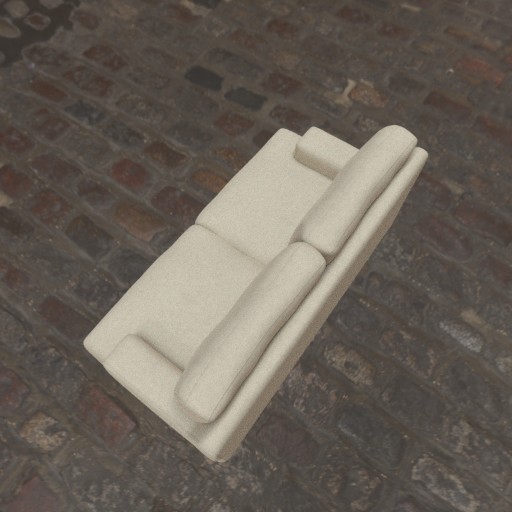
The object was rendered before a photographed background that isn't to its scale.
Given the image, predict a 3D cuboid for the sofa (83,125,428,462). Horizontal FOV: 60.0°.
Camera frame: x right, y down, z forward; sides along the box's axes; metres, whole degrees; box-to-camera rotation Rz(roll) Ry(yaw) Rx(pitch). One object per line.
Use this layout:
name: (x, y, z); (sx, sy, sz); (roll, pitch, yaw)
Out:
sofa: (0.000, 0.000, 2.433); (0.962, 0.967, 1.885); (33, 68, 15)
